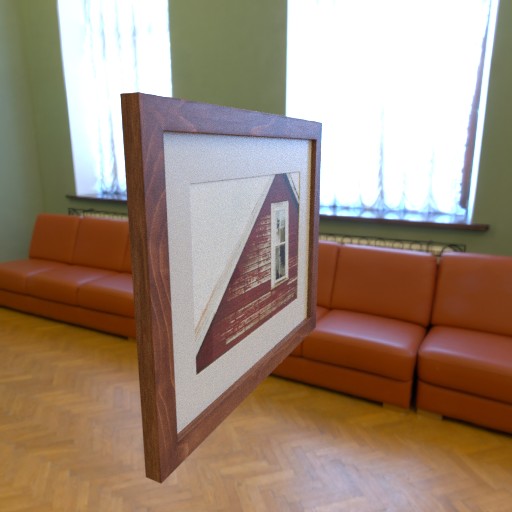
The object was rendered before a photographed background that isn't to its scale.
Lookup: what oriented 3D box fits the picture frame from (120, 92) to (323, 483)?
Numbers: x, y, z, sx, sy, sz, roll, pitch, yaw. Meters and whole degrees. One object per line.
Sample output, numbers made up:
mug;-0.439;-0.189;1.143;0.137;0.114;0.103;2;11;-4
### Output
picture frame;0.000;0.000;0.742;0.025;0.457;0.559;7;15;26
